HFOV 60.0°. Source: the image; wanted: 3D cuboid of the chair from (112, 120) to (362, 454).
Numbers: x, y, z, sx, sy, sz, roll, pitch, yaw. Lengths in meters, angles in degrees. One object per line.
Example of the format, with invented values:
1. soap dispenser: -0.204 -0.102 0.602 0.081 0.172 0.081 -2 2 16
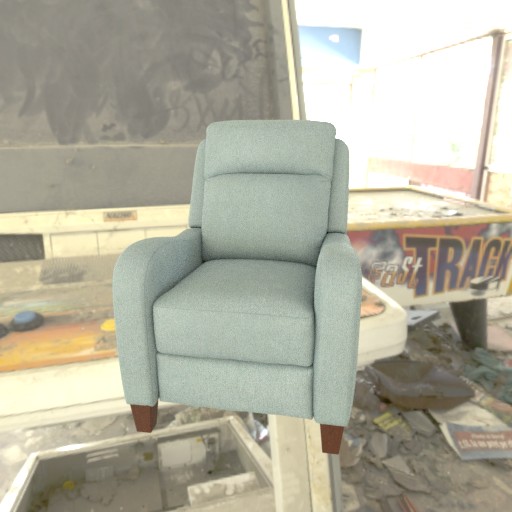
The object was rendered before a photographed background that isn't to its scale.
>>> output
1. chair: 0.000 0.000 1.779 0.785 1.067 0.988 3 16 9
